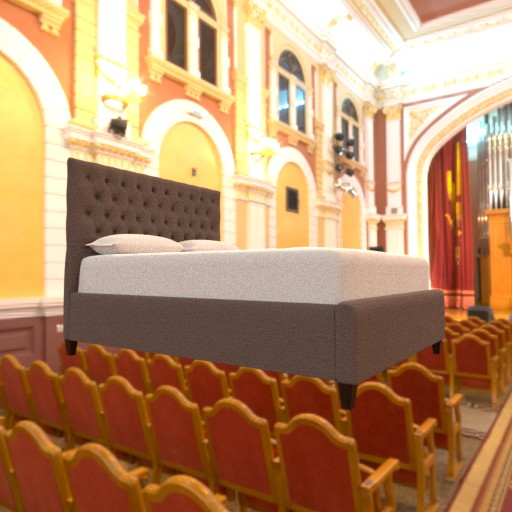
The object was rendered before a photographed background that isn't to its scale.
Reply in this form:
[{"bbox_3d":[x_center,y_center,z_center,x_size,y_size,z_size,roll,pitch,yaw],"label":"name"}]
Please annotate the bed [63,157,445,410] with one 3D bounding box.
[{"bbox_3d":[0.000,0.000,3.237,2.233,1.426,1.696,-1,-2,35],"label":"bed"}]
